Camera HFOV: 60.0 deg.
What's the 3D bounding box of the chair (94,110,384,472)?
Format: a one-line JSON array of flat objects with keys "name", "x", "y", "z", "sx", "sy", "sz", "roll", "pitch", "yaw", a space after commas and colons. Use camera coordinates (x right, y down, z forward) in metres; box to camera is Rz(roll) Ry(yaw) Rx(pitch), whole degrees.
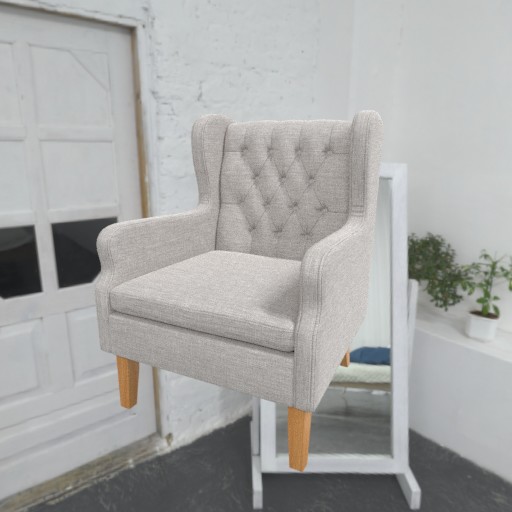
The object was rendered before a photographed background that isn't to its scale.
[{"name": "chair", "x": 0.000, "y": 0.000, "z": 1.480, "sx": 0.710, "sy": 0.930, "sz": 0.760, "roll": 8, "pitch": 17, "yaw": 27}]
